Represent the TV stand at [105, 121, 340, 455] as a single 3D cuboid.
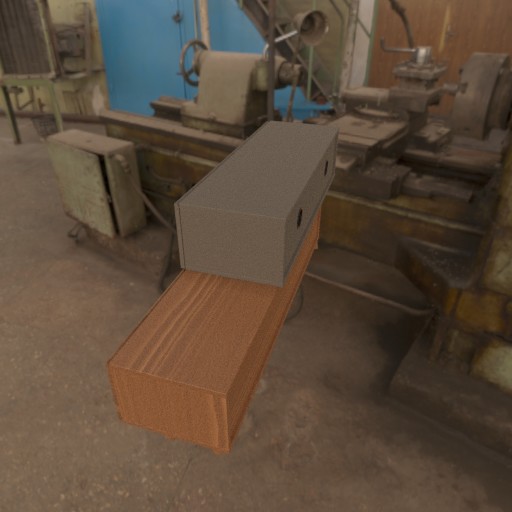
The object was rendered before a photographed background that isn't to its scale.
[{"bbox_3d":[0.000,0.000,1.574,0.329,0.591,1.336,10,33,15],"label":"TV stand"}]
